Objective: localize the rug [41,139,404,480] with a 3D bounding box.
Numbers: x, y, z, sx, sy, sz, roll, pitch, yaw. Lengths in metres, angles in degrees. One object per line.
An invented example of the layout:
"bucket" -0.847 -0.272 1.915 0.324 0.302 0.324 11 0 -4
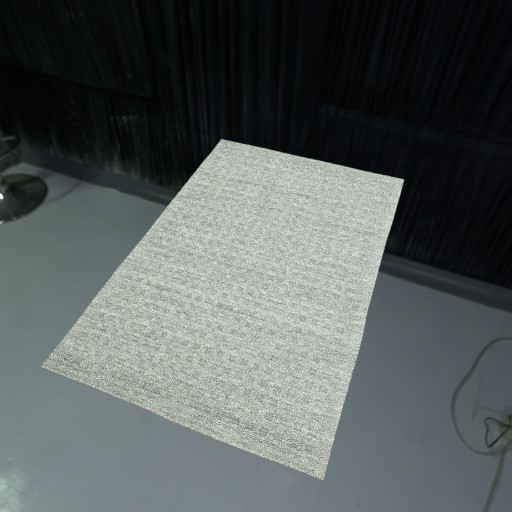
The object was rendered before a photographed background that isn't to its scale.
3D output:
"rug" 0.000 0.000 2.852 1.532 0.018 2.297 16 49 14
